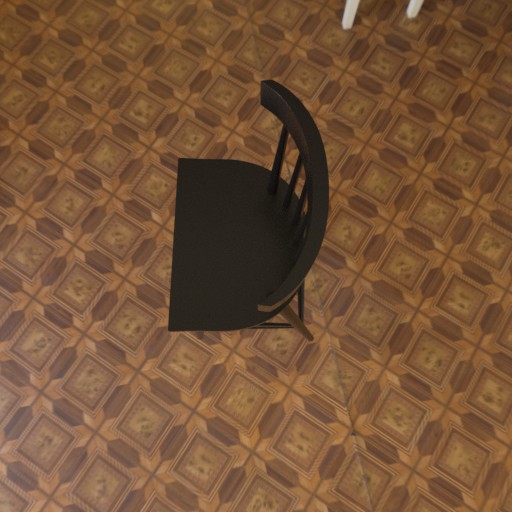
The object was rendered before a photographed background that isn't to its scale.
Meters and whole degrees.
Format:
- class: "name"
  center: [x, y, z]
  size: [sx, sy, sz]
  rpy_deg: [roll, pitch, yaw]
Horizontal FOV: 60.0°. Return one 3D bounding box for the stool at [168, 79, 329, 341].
- class: "stool"
  center: [0.000, 0.000, 1.347]
  size: [0.483, 1.092, 0.482]
  rpy_deg: [1, 76, 0]
